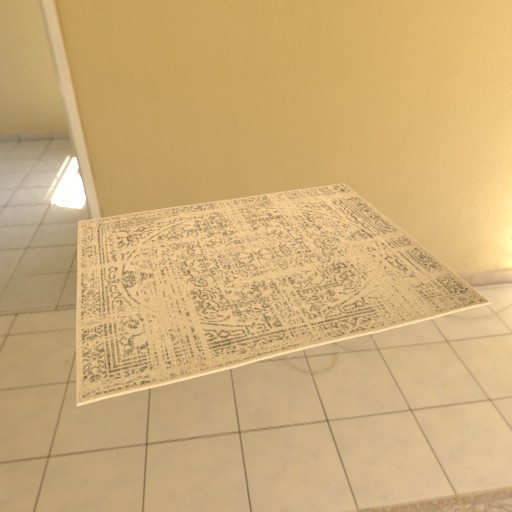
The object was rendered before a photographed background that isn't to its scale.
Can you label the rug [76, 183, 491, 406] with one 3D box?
[{"bbox_3d":[0.000,0.000,3.802,2.921,0.032,2.311,-10,34,-15],"label":"rug"}]
